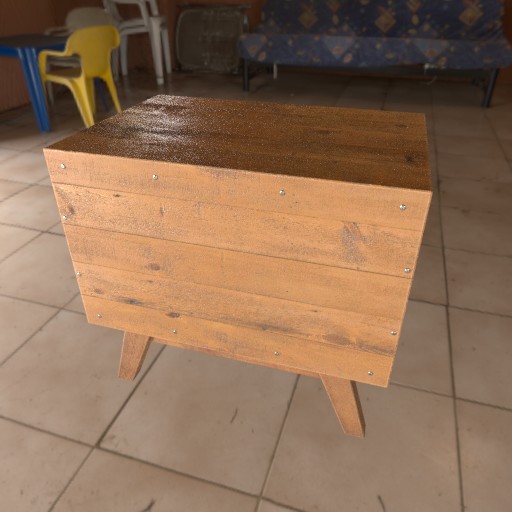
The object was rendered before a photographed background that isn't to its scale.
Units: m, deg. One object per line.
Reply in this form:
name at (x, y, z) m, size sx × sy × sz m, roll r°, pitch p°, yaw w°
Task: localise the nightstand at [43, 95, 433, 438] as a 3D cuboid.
nightstand at (0.000, 0.000, 1.040) m, size 0.650 × 0.599 × 0.450 m, roll 9°, pitch 33°, yaw 14°
